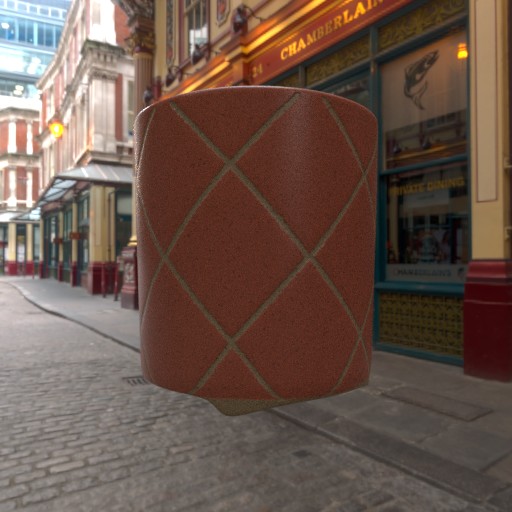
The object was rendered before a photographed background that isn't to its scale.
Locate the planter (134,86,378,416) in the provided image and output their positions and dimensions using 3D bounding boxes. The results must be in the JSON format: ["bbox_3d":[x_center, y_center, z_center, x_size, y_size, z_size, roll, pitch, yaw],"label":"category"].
[{"bbox_3d":[0.000,0.000,0.356,0.191,0.200,0.191,0,-1,0],"label":"planter"}]
